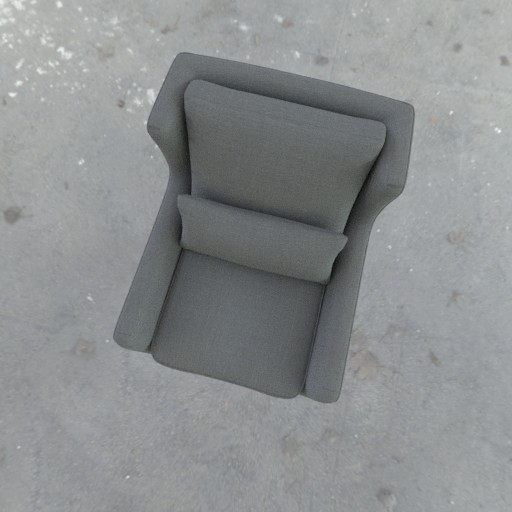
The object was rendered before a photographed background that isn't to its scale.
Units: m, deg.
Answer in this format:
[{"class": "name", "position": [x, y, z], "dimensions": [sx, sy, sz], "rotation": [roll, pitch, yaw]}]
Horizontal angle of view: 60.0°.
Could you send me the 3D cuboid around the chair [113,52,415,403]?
[{"class": "chair", "position": [0.000, 0.000, 1.825], "dimensions": [0.866, 1.056, 1.040], "rotation": [14, 76, 4]}]
